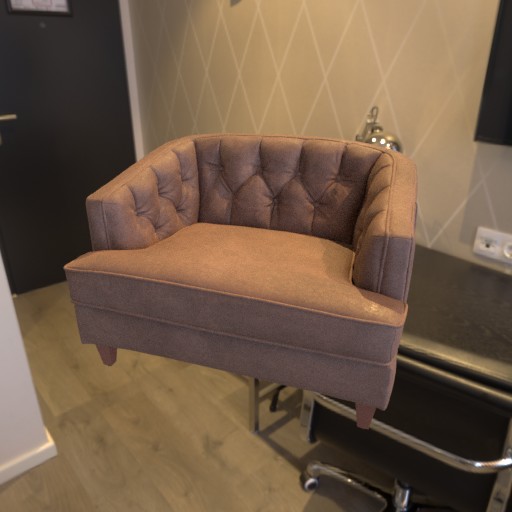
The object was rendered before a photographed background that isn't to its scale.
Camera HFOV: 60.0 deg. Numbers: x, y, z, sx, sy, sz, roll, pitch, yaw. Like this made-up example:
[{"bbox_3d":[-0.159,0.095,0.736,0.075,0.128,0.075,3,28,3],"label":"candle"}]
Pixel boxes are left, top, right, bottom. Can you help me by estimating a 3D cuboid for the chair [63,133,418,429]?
[{"bbox_3d":[0.000,0.000,1.700,1.118,0.787,0.914,8,25,17],"label":"chair"}]
